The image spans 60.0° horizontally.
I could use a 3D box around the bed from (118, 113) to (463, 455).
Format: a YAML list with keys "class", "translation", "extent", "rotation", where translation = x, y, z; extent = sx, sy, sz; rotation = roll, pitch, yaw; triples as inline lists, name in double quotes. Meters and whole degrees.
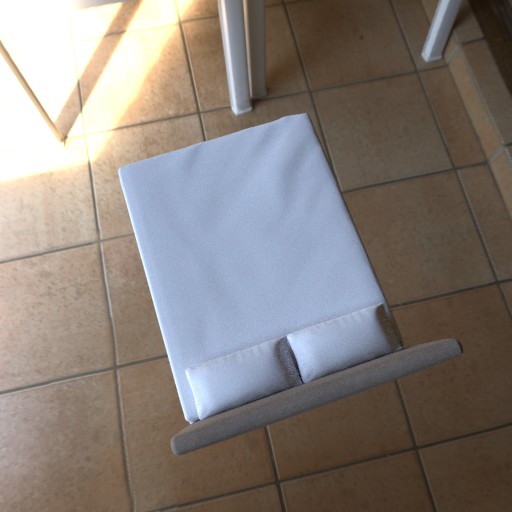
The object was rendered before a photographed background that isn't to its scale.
- class: "bed"
  translation: [0.000, 0.000, 3.218]
  extent: [1.723, 1.330, 2.142]
  rotation: [-18, 75, -5]
